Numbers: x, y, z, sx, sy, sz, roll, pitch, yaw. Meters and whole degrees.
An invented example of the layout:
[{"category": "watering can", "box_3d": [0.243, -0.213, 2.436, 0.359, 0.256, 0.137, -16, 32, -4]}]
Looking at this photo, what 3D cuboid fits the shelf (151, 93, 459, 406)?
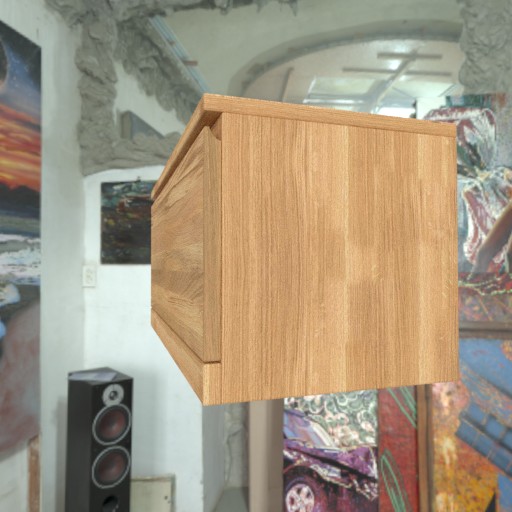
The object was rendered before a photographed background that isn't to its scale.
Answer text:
[{"category": "shelf", "box_3d": [0.000, 0.000, 1.006, 0.400, 0.400, 0.800, 0, -1, -18]}]
